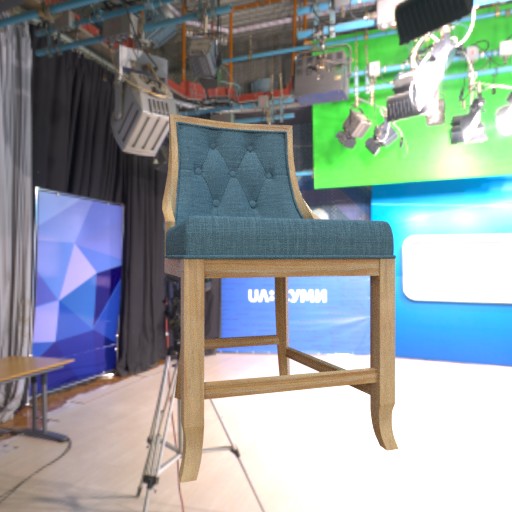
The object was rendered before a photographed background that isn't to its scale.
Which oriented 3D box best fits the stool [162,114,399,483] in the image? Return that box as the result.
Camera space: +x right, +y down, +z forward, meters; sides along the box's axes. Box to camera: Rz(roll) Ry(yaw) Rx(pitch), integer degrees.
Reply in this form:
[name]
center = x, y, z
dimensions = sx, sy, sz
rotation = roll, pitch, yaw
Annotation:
[stool]
center = 0.000, 0.000, 1.286
dimensions = 0.524, 0.938, 0.626
rotation = 0, 0, -18
